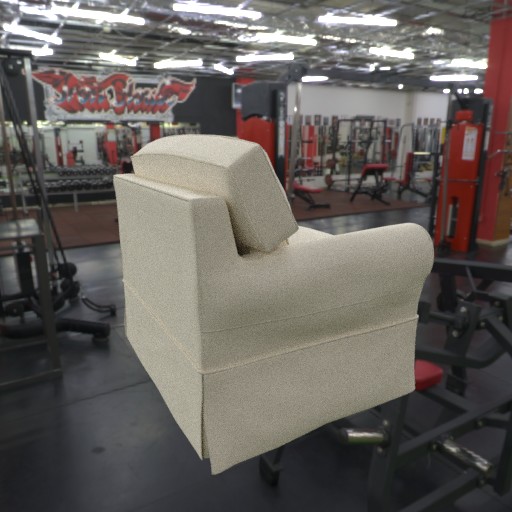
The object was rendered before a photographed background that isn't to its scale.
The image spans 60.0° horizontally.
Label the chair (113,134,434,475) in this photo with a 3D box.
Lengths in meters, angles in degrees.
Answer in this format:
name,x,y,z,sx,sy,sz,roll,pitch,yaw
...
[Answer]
name,x,y,z,sx,sy,sz,roll,pitch,yaw
chair,0.000,0.000,1.817,0.904,0.958,1.099,-8,17,-28
